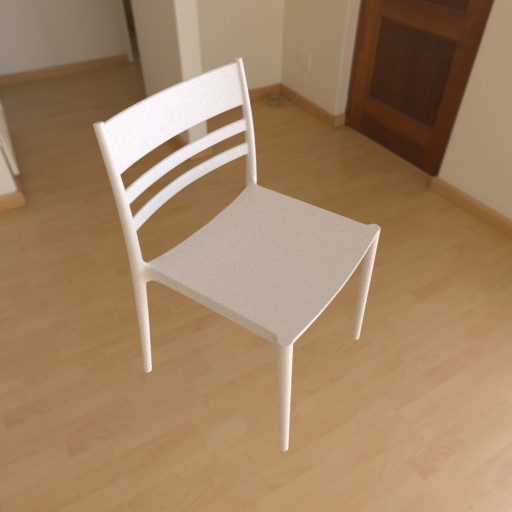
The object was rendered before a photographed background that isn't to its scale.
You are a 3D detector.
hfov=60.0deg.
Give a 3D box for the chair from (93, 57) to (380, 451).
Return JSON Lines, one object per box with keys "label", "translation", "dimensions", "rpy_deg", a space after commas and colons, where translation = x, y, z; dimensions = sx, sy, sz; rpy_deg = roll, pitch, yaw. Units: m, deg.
{"label": "chair", "translation": [0.000, 0.000, 1.158], "dimensions": [0.511, 0.800, 0.531], "rpy_deg": [25, 47, 25]}
